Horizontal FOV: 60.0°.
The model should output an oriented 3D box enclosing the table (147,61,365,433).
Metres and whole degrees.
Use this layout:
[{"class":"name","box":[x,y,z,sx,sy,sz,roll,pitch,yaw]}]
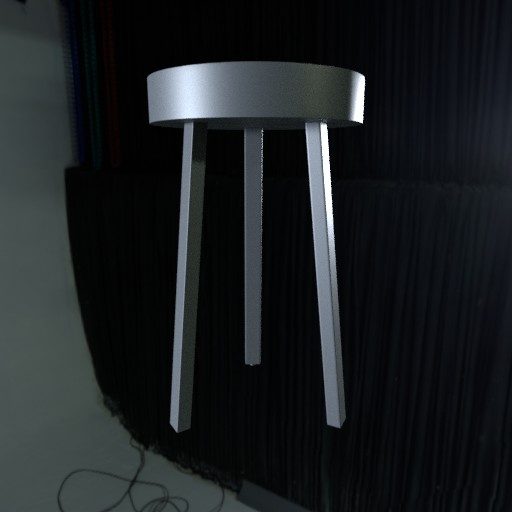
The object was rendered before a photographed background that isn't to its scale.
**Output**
[{"class":"table","box":[0.000,0.000,0.930,0.406,0.686,0.406,7,15,27]}]
